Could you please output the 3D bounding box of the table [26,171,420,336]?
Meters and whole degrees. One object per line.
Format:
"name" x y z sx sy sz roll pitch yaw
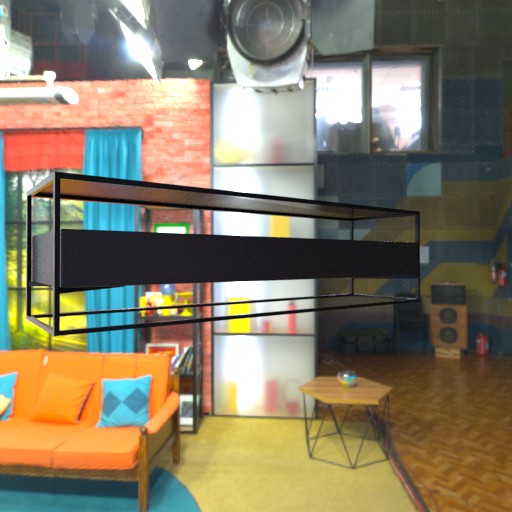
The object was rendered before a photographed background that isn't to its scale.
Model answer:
"table" 0.000 0.000 1.660 1.486 0.395 0.399 0 -1 -36
